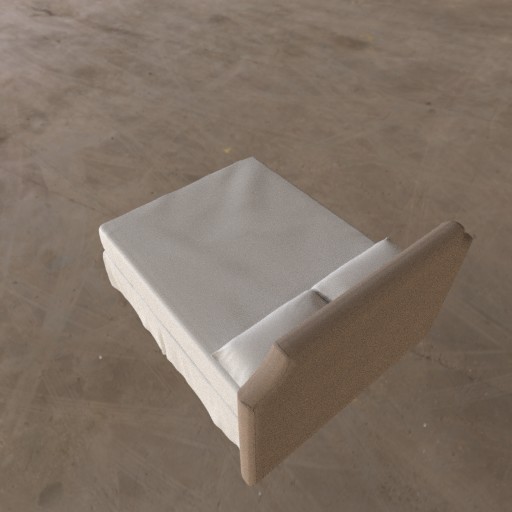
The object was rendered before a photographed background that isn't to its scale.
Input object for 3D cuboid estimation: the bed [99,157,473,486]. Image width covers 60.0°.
[{"bbox_3d":[0.000,0.000,3.280,1.828,1.303,2.164,-30,53,-26],"label":"bed"}]
